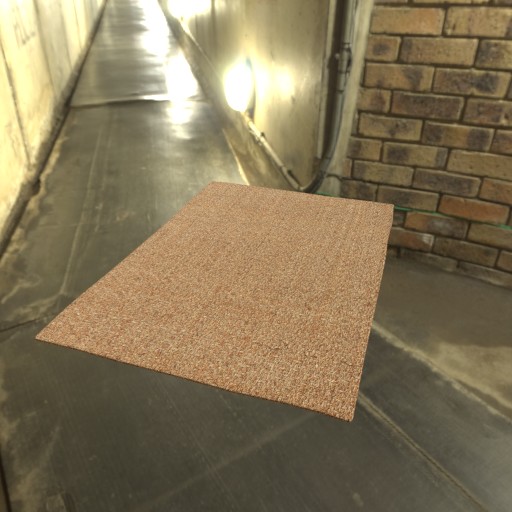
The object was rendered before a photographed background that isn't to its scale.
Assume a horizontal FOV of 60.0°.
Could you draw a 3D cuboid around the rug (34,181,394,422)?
[{"bbox_3d":[0.000,0.000,2.790,1.566,0.013,2.141,10,33,16],"label":"rug"}]
